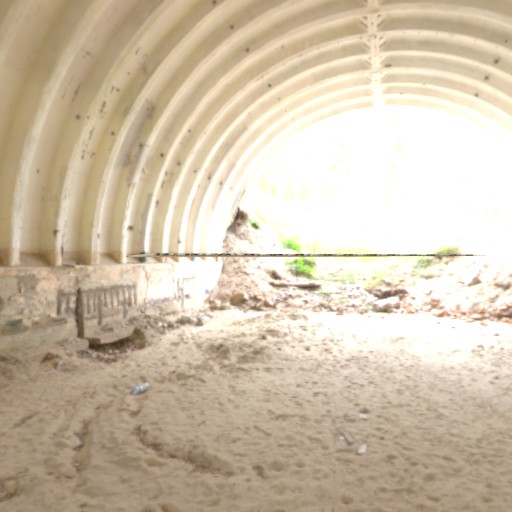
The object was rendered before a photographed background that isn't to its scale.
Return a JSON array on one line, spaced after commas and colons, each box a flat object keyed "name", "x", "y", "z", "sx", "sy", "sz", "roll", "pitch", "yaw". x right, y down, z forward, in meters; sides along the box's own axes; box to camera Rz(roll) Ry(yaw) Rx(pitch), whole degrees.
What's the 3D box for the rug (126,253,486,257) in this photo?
[{"name": "rug", "x": 0.000, "y": 0.000, "z": 2.327, "sx": 1.247, "sy": 0.008, "sz": 1.802, "roll": 0, "pitch": 0, "yaw": -19}]
